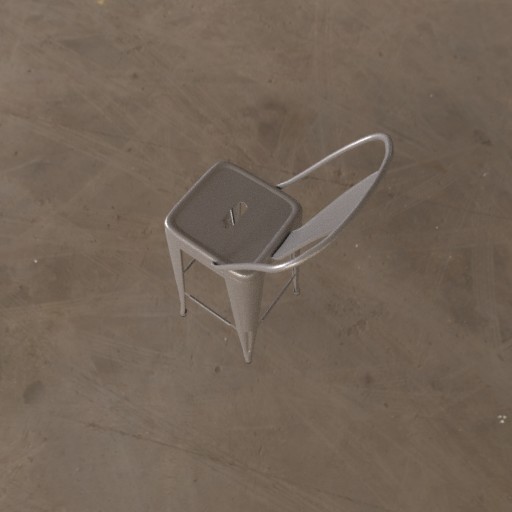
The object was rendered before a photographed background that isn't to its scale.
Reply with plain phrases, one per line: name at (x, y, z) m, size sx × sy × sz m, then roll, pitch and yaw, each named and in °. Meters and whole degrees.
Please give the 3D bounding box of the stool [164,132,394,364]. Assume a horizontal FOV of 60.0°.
stool at (0.000, 0.000, 1.363) m, size 0.513 × 1.096 × 0.399 m, roll 32°, pitch 68°, yaw 15°
